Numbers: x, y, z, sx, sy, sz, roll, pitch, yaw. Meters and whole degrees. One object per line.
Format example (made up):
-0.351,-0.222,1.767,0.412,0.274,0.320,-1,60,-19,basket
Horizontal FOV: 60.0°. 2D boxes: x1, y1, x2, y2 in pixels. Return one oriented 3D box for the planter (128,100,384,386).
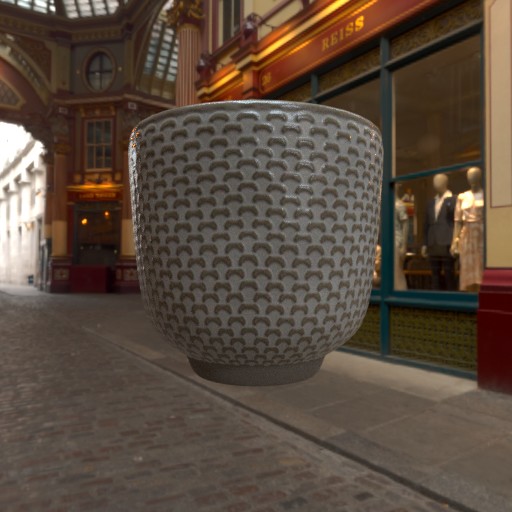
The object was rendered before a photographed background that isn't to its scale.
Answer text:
0.000,0.000,0.311,0.173,0.160,0.173,0,-1,0,planter
